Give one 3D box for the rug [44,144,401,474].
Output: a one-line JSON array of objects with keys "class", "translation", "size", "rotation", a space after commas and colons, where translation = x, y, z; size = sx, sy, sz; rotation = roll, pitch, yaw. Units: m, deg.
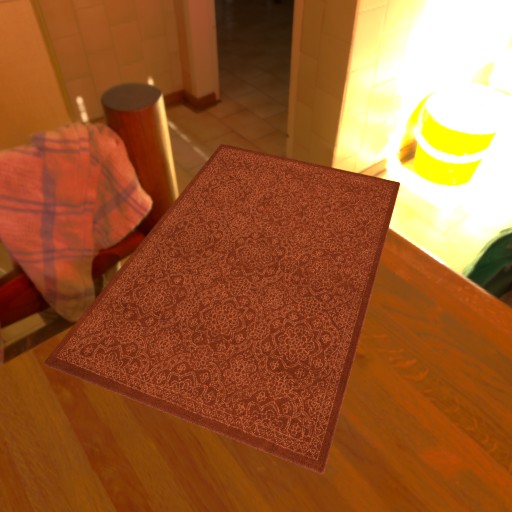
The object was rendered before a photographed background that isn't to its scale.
[{"class": "rug", "translation": [0.000, 0.000, 2.307], "size": [1.219, 0.010, 1.829], "rotation": [16, 48, 15]}]
